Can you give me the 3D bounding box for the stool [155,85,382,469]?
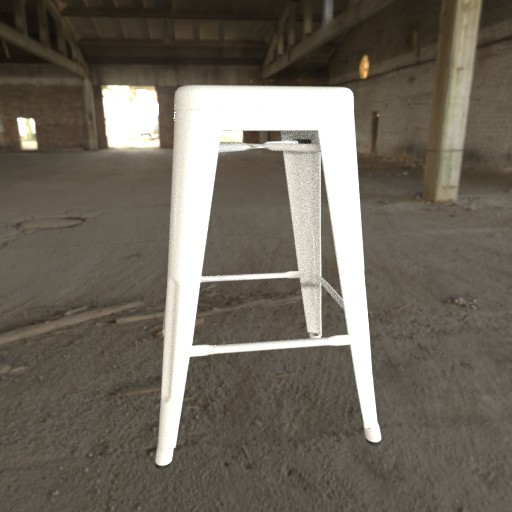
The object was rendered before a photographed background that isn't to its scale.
[{"bbox_3d":[0.000,0.000,0.877,0.406,0.610,0.406,-2,17,-8],"label":"stool"}]
